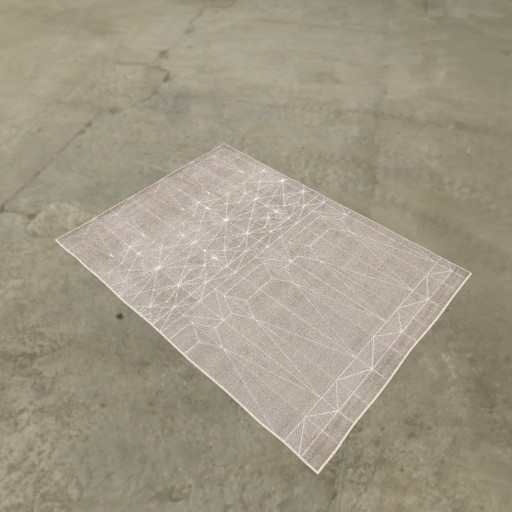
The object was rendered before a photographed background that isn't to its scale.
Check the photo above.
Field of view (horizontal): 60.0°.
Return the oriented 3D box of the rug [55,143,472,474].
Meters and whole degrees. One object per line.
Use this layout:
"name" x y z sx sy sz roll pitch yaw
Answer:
"rug" 0.000 0.000 4.383 3.357 0.019 2.449 33 55 28
